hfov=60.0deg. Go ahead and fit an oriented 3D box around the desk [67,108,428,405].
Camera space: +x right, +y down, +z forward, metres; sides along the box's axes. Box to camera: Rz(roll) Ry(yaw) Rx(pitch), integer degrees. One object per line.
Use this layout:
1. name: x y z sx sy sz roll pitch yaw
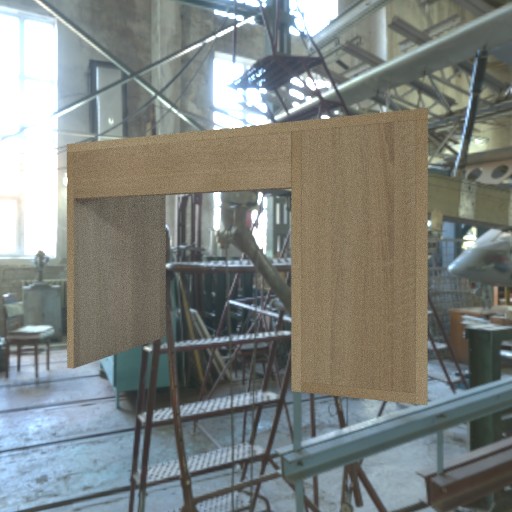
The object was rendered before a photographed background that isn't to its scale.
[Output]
1. desk: 0.000 0.000 1.551 1.100 0.731 0.600 0 0 19
